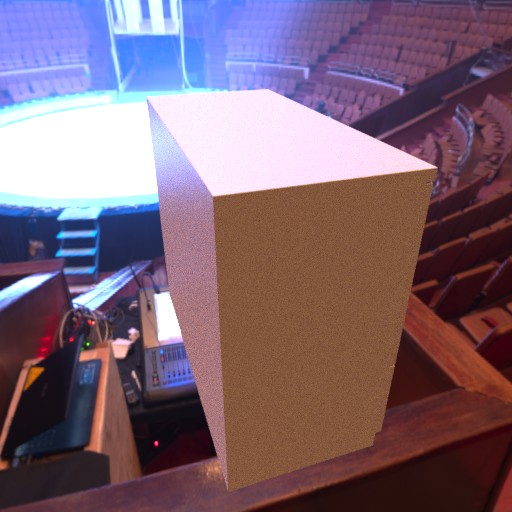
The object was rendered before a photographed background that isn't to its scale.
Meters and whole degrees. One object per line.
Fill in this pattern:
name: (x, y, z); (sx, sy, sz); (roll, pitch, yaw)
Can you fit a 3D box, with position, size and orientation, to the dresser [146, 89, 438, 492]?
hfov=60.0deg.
dresser: (0.000, 0.000, 1.246); (0.420, 0.740, 0.830); (-10, 31, -16)
